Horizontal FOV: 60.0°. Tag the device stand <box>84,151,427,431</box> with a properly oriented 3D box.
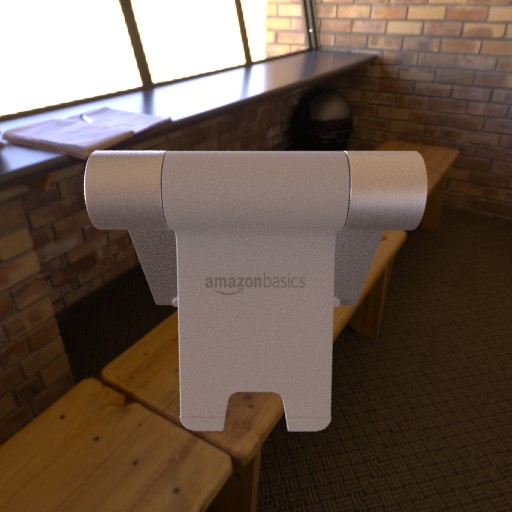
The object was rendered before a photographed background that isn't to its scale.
[{"bbox_3d":[0.000,0.000,0.153,0.086,0.084,0.079,0,31,0],"label":"device stand"}]
